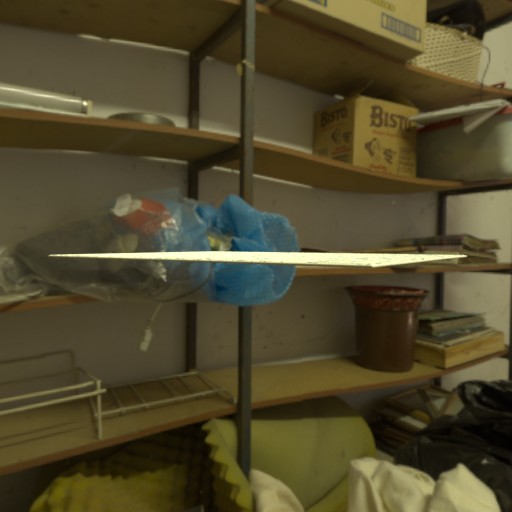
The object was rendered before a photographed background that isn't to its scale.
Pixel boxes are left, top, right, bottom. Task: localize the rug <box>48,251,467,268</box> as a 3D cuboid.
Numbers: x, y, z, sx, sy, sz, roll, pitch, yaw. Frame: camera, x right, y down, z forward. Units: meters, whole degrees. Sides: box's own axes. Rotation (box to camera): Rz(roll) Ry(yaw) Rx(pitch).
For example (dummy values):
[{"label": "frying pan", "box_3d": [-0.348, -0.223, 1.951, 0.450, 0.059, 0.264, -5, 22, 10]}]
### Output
[{"label": "rug", "box_3d": [0.000, 0.000, 2.860, 2.197, 0.014, 1.586, 1, 2, 37]}]
